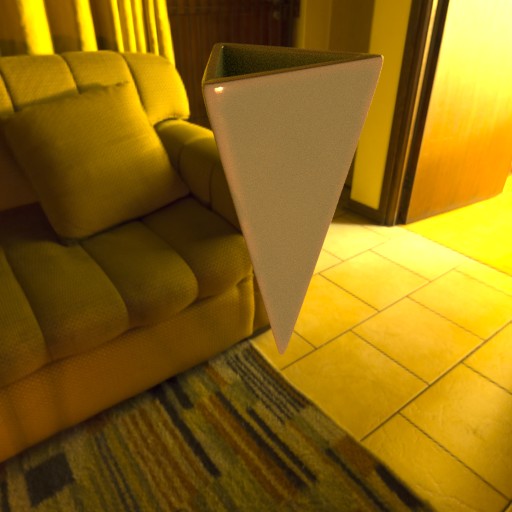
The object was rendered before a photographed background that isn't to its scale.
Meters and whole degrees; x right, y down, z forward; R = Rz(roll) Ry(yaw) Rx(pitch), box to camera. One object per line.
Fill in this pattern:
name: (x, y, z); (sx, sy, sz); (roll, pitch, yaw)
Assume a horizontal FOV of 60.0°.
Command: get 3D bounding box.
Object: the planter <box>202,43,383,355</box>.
planter: (0.000, 0.000, 0.215); (0.080, 0.178, 0.064); (18, 36, 27)
